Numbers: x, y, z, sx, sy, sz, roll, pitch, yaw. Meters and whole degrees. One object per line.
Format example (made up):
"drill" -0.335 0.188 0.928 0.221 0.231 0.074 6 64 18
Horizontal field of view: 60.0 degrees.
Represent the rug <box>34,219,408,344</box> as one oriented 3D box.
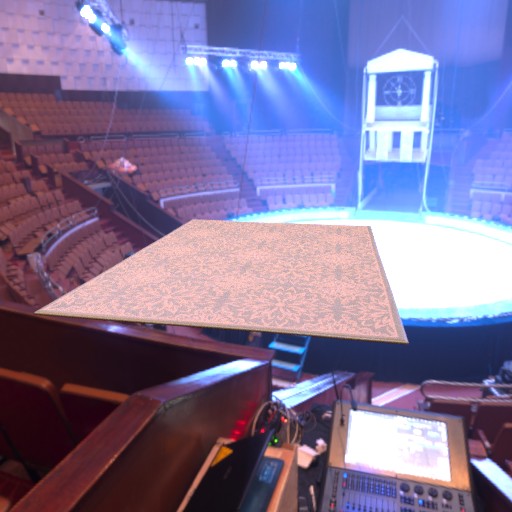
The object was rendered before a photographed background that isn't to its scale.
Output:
"rug" 0.000 0.000 2.860 1.589 0.014 2.205 3 16 10
